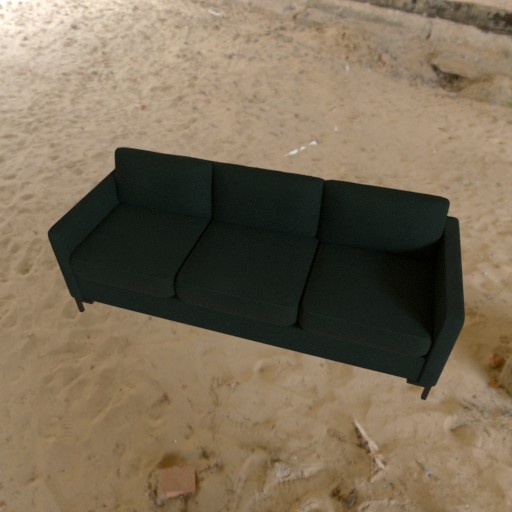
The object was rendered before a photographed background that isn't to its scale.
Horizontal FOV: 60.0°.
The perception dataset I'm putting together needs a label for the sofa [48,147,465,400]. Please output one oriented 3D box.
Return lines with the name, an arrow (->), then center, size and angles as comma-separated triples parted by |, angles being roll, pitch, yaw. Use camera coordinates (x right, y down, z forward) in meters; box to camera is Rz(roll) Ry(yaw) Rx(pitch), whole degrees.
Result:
sofa -> 0.000, 0.000, 2.662 | 2.218, 0.870, 0.859 | 11, 42, 13
